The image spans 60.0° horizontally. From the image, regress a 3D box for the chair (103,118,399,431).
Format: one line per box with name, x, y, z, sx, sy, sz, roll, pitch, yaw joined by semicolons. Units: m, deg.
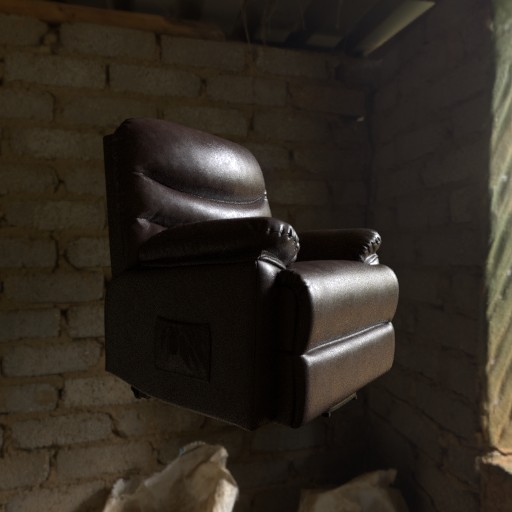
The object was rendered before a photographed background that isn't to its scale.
chair;0.000;0.000;1.717;0.879;1.041;0.940;0;0;35
